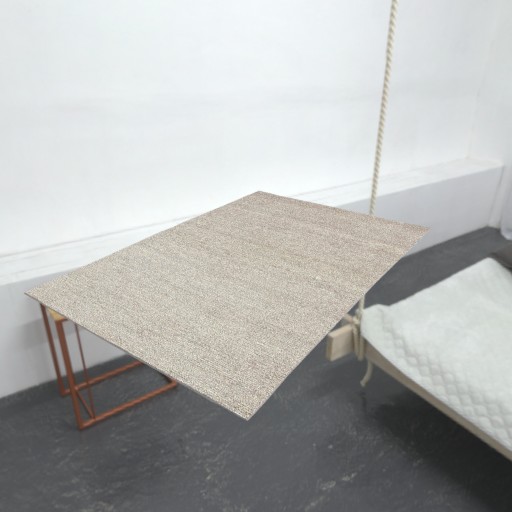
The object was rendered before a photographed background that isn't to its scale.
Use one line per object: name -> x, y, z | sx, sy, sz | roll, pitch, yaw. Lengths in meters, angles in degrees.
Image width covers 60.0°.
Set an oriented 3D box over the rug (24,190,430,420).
rug -> 0.000, 0.000, 2.965 | 1.609, 0.030, 2.342 | 18, 32, 32
